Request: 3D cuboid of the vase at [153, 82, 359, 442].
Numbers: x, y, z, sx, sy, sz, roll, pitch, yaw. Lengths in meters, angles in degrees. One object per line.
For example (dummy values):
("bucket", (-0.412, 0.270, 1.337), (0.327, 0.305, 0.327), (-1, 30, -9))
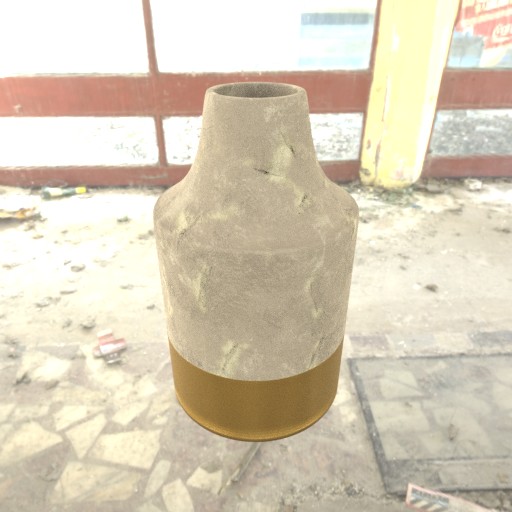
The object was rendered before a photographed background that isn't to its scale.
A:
("vase", (0.000, 0.000, 0.427), (0.184, 0.305, 0.184), (0, 30, 0))
